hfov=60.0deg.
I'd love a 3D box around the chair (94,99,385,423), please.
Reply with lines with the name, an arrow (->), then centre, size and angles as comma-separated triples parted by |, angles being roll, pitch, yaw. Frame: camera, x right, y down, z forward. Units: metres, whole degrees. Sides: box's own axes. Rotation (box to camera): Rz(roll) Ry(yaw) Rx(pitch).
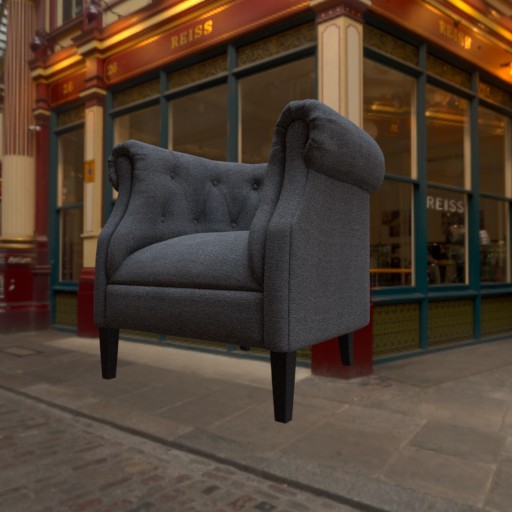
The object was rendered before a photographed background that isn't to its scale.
chair -> 0.000, 0.000, 1.607 | 0.905, 0.827, 0.852 | 0, -1, 35
